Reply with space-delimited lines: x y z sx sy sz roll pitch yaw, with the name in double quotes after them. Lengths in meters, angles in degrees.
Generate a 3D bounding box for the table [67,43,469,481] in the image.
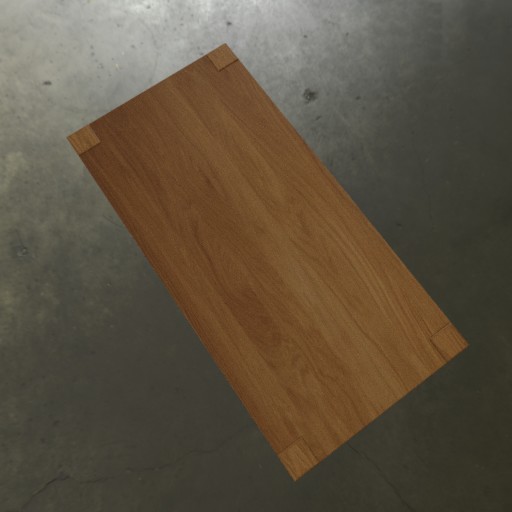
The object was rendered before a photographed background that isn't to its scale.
0.000 0.000 2.321 0.900 0.760 1.800 -34 78 -8 "table"
